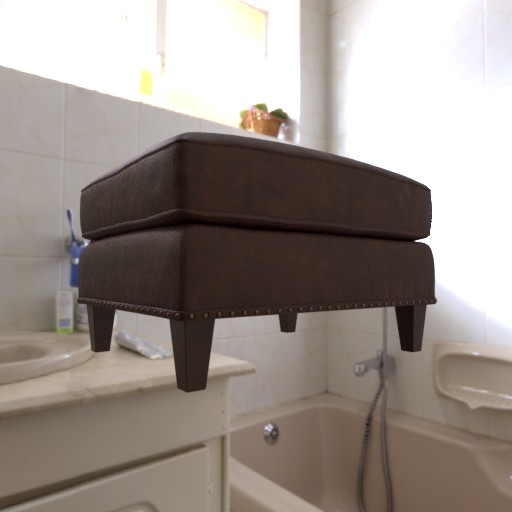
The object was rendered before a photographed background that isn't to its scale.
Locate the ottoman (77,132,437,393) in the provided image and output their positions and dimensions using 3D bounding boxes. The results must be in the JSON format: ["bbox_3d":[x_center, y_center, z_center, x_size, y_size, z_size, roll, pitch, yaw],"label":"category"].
[{"bbox_3d":[0.000,0.000,1.144,0.742,0.486,0.586,2,-3,-37],"label":"ottoman"}]
